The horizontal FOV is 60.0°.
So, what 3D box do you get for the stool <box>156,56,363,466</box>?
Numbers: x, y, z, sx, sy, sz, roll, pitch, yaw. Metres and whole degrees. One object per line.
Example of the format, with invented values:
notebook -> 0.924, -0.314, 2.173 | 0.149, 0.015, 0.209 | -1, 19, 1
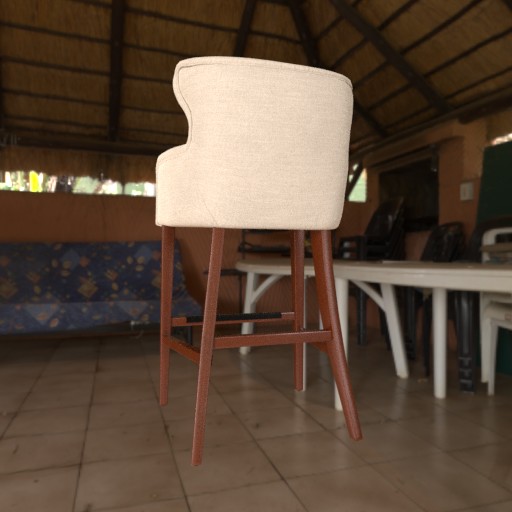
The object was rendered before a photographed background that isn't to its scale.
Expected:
stool -> 0.000, 0.000, 1.374 | 0.556, 1.034, 0.563 | 0, 0, -19
